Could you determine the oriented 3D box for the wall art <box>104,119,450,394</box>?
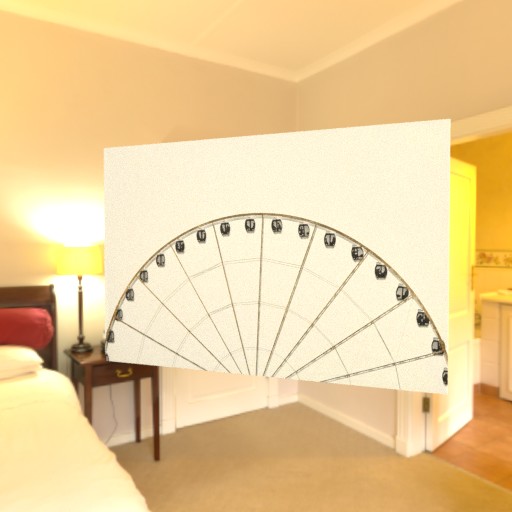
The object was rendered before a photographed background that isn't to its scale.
[{"bbox_3d":[0.000,0.000,1.431,1.144,0.767,0.038,0,1,19],"label":"wall art"}]
